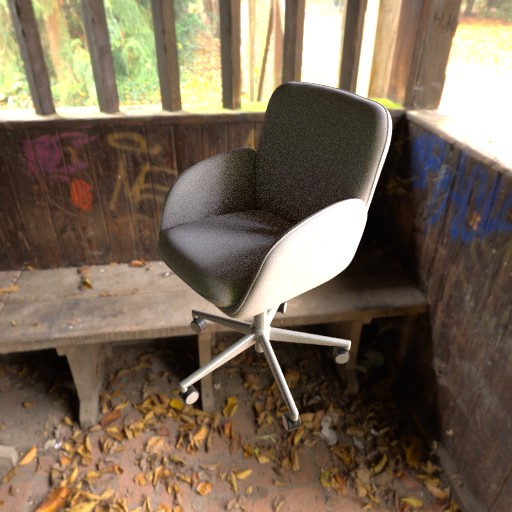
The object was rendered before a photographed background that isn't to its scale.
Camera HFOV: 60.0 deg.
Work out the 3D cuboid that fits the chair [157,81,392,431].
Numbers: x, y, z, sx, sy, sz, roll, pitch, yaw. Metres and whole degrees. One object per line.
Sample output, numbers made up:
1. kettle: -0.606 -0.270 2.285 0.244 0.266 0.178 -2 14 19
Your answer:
1. chair: 0.000 0.000 1.423 0.633 0.959 0.648 -22 38 -30
